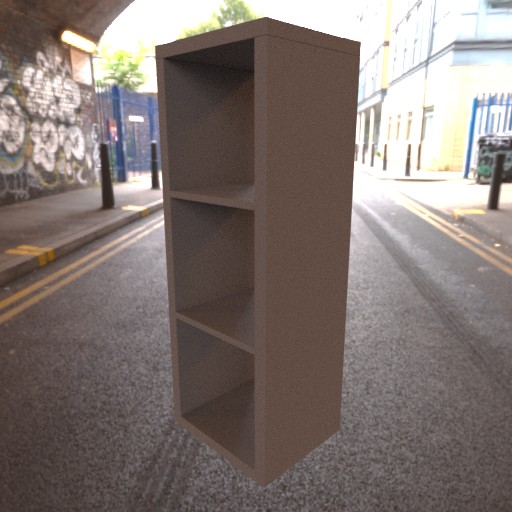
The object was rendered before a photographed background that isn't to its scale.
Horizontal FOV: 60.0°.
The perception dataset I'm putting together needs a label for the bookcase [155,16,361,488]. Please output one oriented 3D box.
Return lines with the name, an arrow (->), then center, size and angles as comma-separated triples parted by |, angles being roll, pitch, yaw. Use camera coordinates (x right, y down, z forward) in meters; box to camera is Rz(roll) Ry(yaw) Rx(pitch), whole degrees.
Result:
bookcase -> 0.000, 0.000, 1.229 | 0.330, 1.080, 0.390 | -14, 20, -43
